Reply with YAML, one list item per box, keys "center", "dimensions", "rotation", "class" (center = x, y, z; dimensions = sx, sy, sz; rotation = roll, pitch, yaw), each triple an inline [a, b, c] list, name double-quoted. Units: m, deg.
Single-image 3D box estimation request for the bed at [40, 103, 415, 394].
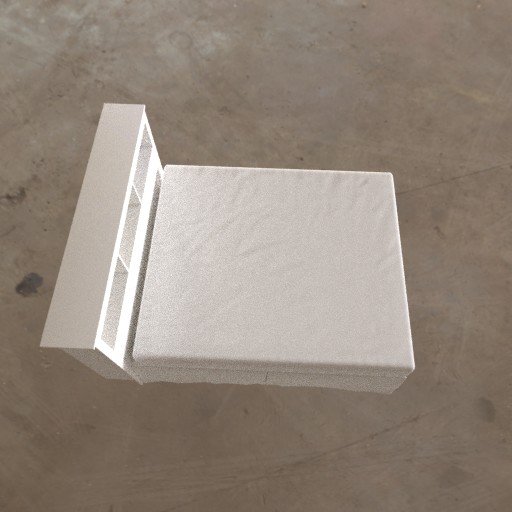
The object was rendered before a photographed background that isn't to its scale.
- center: [0.000, 0.000, 3.093]
  dimensions: [2.133, 1.092, 1.671]
  rotation: [2, 63, 1]
  class: "bed"
